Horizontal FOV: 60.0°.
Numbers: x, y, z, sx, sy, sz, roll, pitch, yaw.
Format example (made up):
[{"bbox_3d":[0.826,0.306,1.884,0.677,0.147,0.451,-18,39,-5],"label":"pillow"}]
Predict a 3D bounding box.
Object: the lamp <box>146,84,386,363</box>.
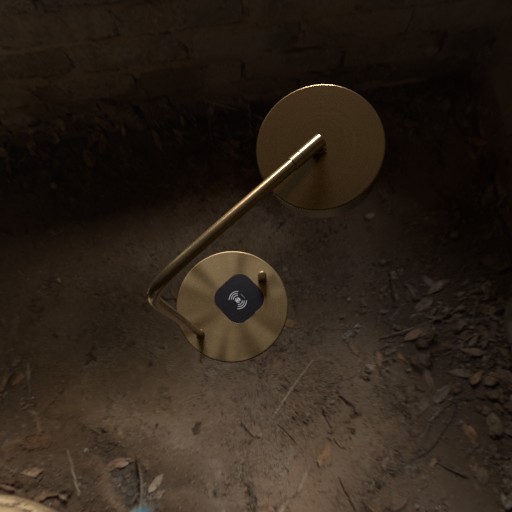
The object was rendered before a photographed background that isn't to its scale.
[{"bbox_3d":[0.000,0.000,0.526,0.270,0.380,0.171,-42,79,-10],"label":"lamp"}]
